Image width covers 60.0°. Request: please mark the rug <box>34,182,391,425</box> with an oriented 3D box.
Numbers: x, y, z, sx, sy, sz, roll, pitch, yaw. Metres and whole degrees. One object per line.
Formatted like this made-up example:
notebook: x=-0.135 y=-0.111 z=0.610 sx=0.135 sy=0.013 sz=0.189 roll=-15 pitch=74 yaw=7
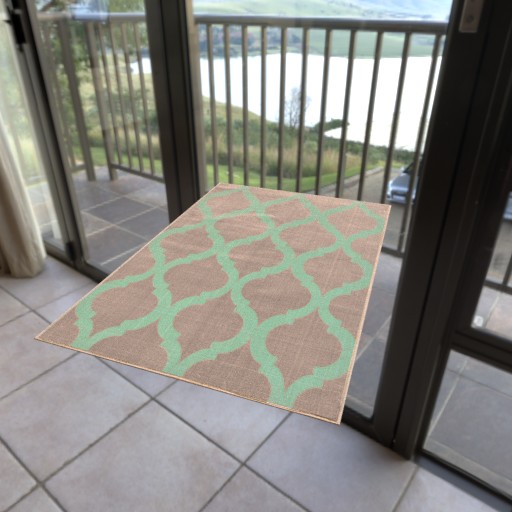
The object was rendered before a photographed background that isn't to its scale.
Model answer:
rug: x=0.000 y=0.000 z=2.909 sx=1.524 sy=0.006 sz=2.286 roll=10 pitch=32 yaw=17
